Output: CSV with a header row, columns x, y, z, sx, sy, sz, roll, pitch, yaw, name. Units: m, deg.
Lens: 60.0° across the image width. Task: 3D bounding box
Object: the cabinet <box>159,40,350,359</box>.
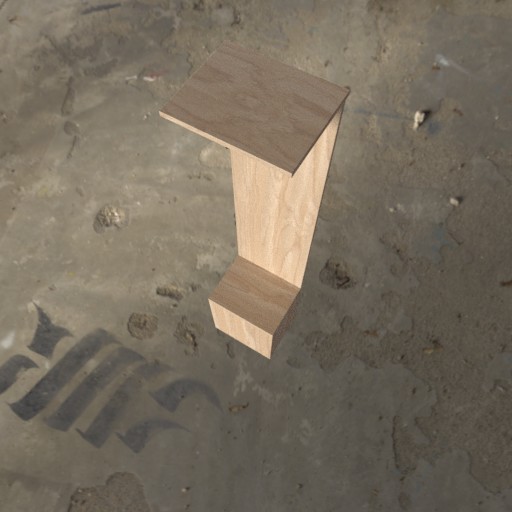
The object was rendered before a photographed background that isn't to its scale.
x,y,z,sx,sy,sz,roll,pitch,yaw,name
0.000,0.000,2.053,0.411,1.879,0.338,28,66,13,cabinet
